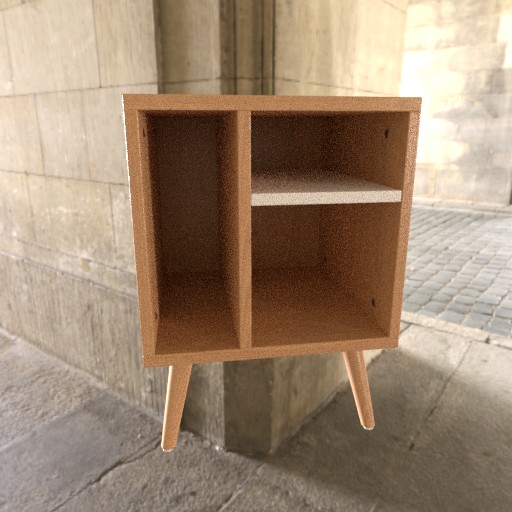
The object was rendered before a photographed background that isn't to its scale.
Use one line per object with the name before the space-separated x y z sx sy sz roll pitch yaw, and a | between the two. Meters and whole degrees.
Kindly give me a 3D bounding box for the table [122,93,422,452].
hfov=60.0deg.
table | 0.000 0.000 0.844 0.400 0.550 0.400 -3 16 -9
